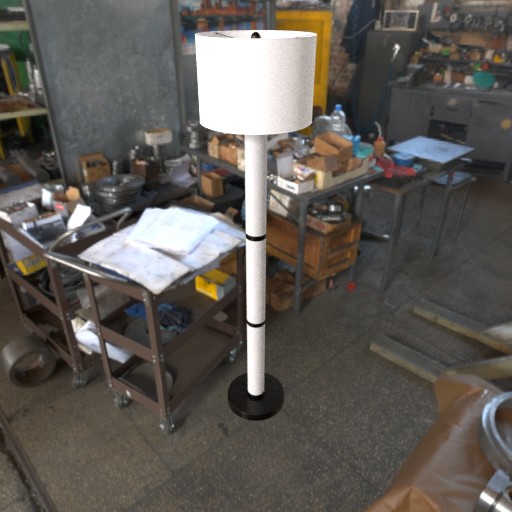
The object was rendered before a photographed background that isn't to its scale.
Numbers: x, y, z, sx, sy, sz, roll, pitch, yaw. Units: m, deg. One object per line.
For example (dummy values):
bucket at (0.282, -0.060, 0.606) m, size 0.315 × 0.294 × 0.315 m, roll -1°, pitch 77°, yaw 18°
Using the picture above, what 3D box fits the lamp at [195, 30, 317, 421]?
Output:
lamp at (0.000, 0.000, 1.768) m, size 0.377 × 1.599 × 0.377 m, roll 7°, pitch 31°, yaw 12°
